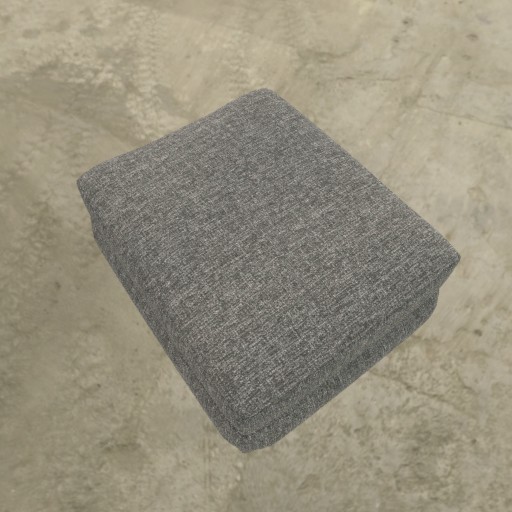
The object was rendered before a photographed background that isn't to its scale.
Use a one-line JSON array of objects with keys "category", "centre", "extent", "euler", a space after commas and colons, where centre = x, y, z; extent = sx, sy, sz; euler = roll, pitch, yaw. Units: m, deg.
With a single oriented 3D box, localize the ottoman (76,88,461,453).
[{"category": "ottoman", "centre": [0.000, 0.000, 1.236], "extent": [0.683, 0.480, 0.828], "euler": [-32, 64, -18]}]
